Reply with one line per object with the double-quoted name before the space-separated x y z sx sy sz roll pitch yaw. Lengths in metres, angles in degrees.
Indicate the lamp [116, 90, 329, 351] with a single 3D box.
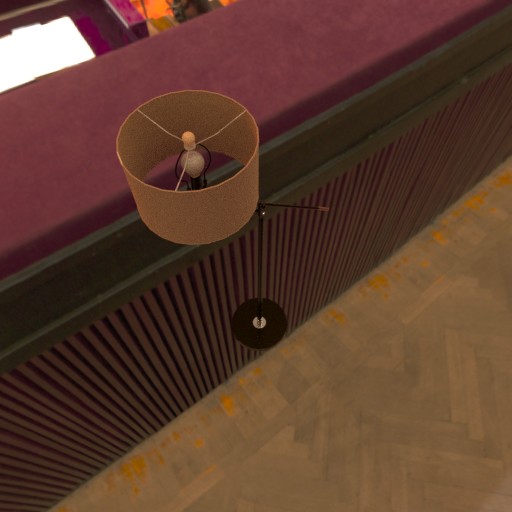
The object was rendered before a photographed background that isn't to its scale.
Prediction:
"lamp" 0.000 0.000 1.923 0.809 1.635 0.373 -31 64 -17
